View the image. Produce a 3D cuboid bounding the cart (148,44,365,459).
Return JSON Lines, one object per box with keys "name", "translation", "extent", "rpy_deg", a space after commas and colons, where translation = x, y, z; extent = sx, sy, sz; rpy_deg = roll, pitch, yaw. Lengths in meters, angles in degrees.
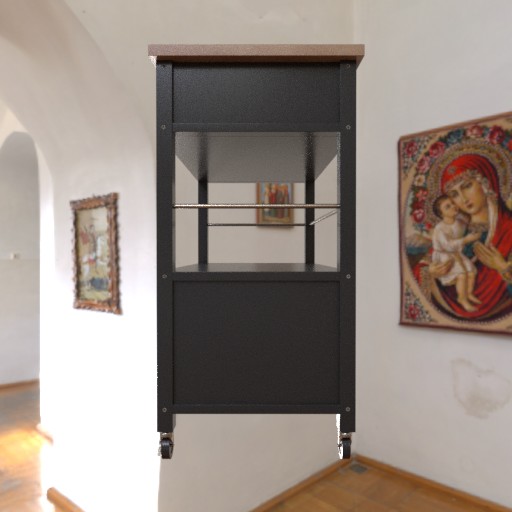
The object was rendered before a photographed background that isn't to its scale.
{"name": "cart", "translation": [0.000, 0.000, 1.357], "extent": [0.459, 0.901, 0.840], "rpy_deg": [0, 1, 0]}
